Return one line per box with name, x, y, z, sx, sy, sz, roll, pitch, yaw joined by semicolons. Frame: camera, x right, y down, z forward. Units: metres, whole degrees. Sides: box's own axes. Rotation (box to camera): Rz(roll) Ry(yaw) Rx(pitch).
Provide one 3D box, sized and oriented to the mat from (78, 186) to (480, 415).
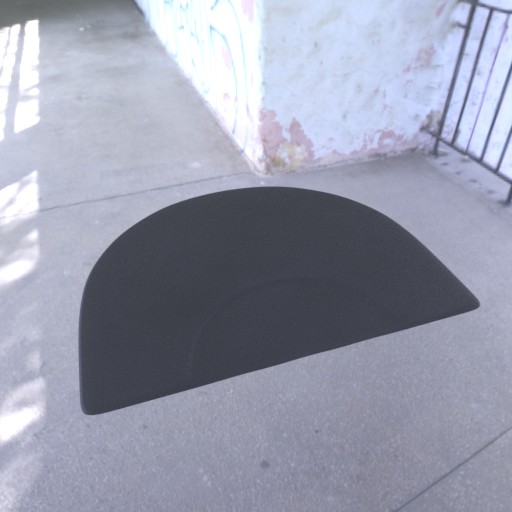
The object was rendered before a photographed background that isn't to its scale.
mat;0.000;0.000;1.577;1.220;0.016;0.917;-12;42;-14
